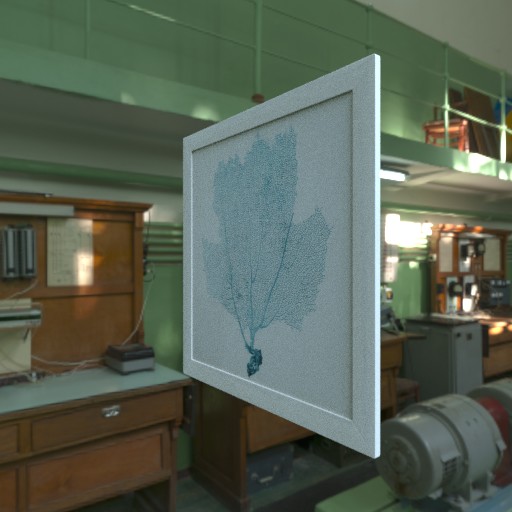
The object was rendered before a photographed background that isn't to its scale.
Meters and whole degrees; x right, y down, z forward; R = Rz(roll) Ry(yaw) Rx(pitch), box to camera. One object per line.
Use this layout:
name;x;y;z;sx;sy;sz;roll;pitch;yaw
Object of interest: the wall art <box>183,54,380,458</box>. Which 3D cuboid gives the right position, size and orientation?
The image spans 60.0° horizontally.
wall art;0.000;0.000;0.874;0.013;0.584;0.584;0;0;-37
